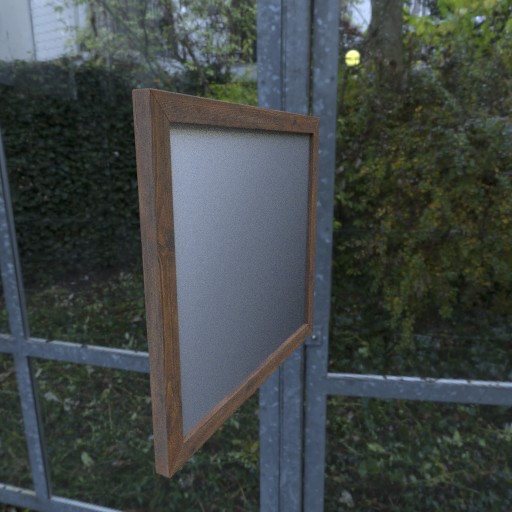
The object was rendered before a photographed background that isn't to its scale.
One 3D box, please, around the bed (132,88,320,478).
[{"bbox_3d":[0.000,0.000,1.483,0.046,0.942,1.046,7,15,27],"label":"bed"}]
